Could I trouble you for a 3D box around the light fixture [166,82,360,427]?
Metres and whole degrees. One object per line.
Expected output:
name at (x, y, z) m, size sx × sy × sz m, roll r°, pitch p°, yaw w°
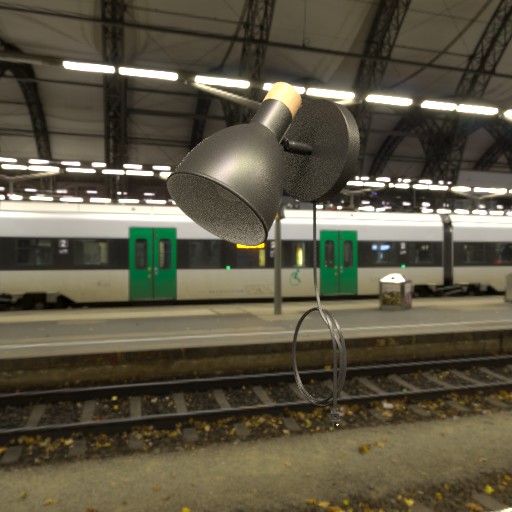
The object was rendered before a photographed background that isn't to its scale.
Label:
light fixture at (0.000, 0.000, 0.498) m, size 0.203 × 0.401 × 0.127 m, roll 0°, pitch 0°, yaw -37°
